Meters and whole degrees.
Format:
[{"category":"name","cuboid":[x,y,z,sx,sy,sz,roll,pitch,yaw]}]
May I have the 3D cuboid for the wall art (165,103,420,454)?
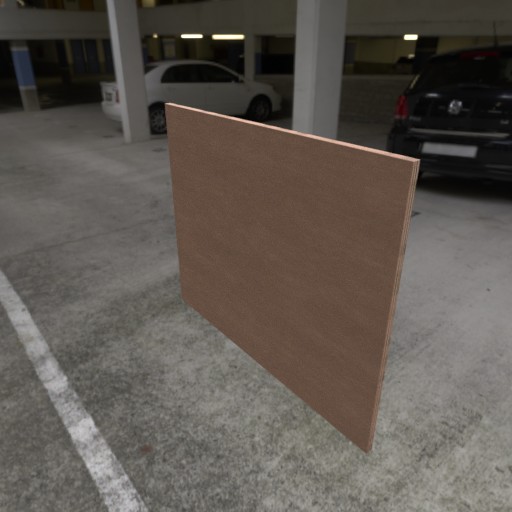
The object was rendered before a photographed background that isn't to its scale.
[{"category":"wall art","cuboid":[0.000,0.000,0.702,0.012,0.408,0.508,-19,33,-34]}]
